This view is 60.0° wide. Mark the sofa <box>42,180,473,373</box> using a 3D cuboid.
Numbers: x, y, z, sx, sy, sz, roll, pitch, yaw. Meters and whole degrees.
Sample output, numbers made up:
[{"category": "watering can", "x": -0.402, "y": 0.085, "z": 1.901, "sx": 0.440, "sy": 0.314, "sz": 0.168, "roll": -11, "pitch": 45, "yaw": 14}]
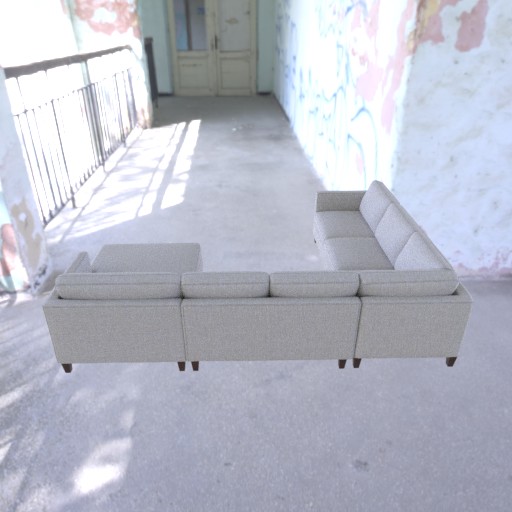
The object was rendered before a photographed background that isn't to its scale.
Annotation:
[{"category": "sofa", "x": 0.000, "y": 0.000, "z": 4.643, "sx": 3.403, "sy": 0.889, "sz": 2.551, "roll": -1, "pitch": 28, "yaw": -1}]
